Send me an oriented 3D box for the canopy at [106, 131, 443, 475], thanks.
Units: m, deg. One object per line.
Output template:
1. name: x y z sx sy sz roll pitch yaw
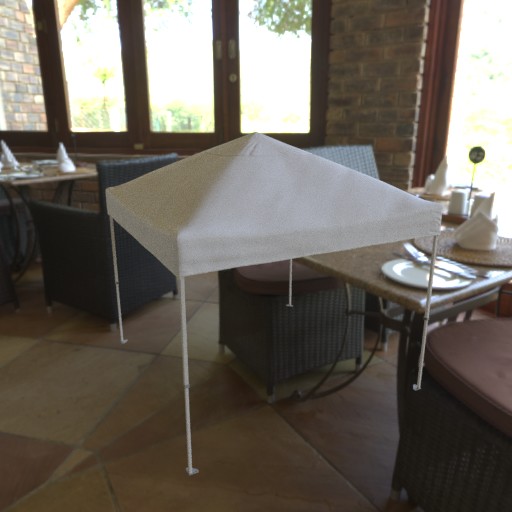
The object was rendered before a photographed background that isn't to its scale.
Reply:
1. canopy: 0.000 0.000 5.542 2.996 2.997 2.998 -9 19 -27
